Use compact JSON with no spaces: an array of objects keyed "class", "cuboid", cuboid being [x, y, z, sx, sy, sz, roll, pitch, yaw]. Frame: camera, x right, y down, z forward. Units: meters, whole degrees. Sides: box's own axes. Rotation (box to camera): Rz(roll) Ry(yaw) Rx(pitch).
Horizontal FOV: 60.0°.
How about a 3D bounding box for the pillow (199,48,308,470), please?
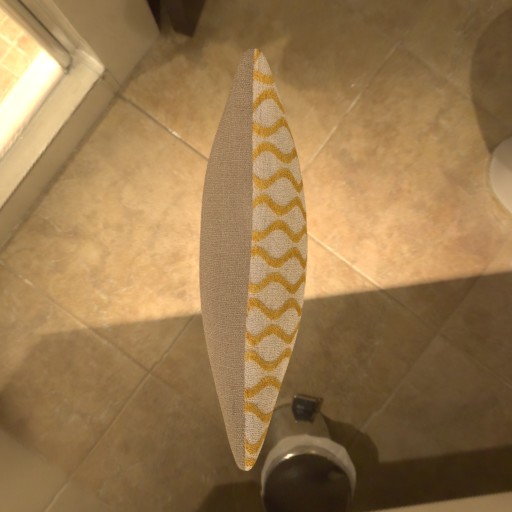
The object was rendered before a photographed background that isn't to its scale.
[{"class":"pillow","cuboid":[0.000,0.000,0.657,0.159,0.436,0.429,0,91,0]}]
